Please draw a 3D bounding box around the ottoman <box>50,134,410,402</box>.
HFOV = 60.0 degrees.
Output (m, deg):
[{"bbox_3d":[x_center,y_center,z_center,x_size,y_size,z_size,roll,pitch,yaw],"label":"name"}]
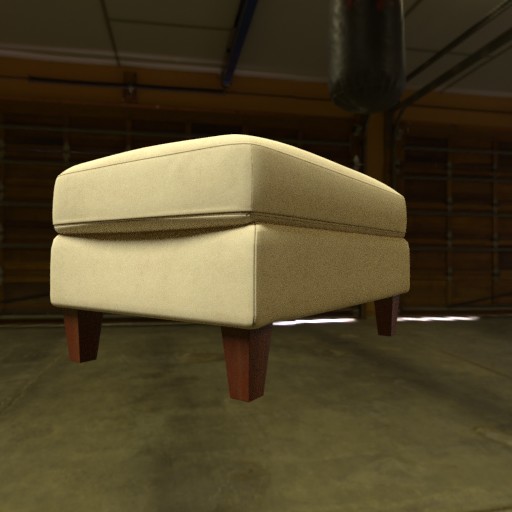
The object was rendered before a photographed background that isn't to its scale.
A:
[{"bbox_3d":[0.000,0.000,1.191,0.584,0.483,0.864,0,0,35],"label":"ottoman"}]
